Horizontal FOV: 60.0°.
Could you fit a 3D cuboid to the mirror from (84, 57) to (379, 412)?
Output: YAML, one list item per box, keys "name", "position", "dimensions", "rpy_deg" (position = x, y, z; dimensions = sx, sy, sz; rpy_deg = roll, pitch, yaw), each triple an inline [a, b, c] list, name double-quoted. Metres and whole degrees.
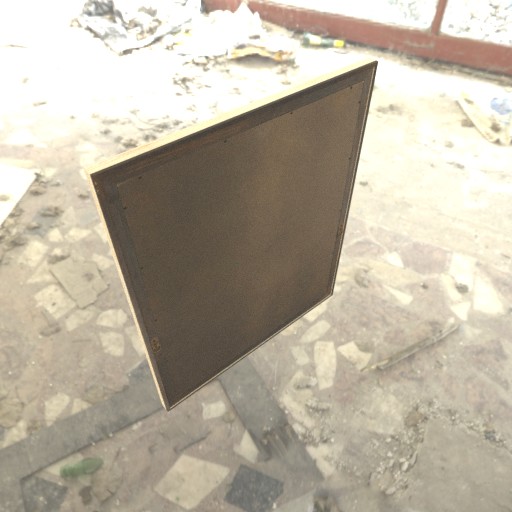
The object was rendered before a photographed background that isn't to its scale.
- name: "mirror"
  position: [0.000, 0.000, 1.221]
  dimensions: [0.730, 0.882, 0.032]
  rpy_deg: [-31, 53, -26]
